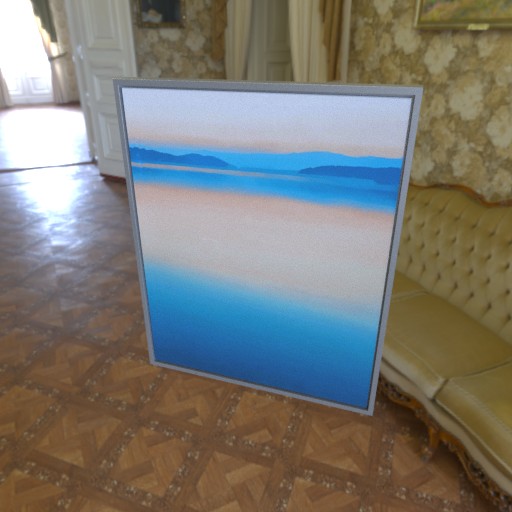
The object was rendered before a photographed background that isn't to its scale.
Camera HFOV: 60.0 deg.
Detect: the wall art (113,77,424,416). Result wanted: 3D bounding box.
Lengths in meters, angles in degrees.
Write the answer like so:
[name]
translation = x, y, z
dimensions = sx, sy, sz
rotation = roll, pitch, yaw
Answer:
[wall art]
translation = 0.000, 0.000, 0.755
dimensions = 0.453, 0.554, 0.037
rotation = 8, 27, 16
